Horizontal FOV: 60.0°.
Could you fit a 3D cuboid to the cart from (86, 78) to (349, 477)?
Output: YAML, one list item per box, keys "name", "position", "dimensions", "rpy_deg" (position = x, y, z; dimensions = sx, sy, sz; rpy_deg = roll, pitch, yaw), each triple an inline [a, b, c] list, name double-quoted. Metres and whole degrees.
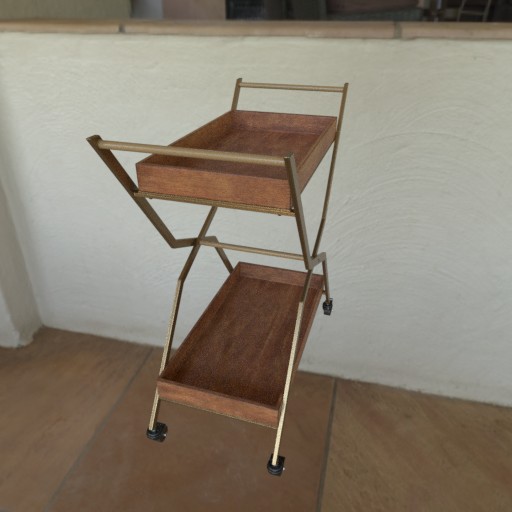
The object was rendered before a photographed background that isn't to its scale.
- name: "cart"
  position: [0.000, 0.000, 1.303]
  dimensions: [0.405, 0.869, 0.836]
  rpy_deg: [9, 31, 15]
